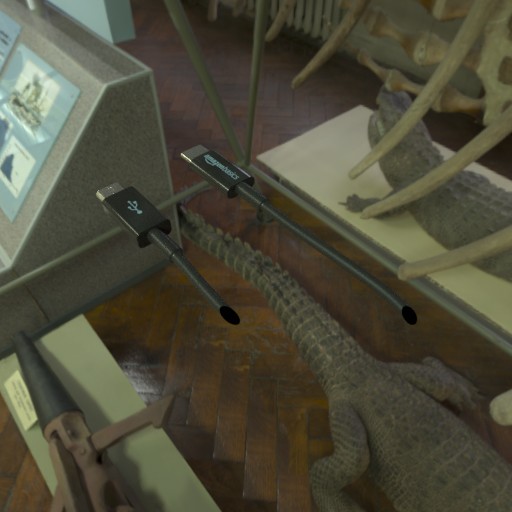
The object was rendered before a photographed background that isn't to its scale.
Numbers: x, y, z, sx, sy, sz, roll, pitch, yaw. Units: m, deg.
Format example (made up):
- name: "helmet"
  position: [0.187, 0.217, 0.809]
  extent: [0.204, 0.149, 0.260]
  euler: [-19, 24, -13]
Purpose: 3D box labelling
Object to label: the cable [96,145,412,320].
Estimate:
- name: "cable"
  position: [0.000, 0.000, 0.113]
  extent: [0.040, 0.006, 0.098]
  euler: [-32, 55, -27]
